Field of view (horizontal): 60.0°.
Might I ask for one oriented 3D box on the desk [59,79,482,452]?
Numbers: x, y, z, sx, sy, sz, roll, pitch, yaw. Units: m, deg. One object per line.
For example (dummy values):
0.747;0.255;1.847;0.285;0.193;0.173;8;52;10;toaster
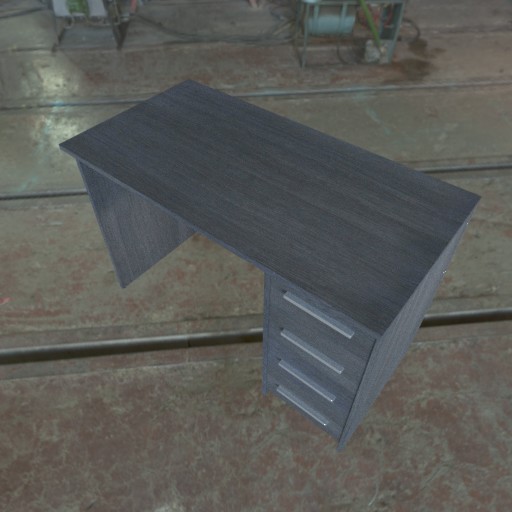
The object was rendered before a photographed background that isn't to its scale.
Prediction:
0.000;0.000;1.530;1.096;0.730;0.560;30;54;25;desk
